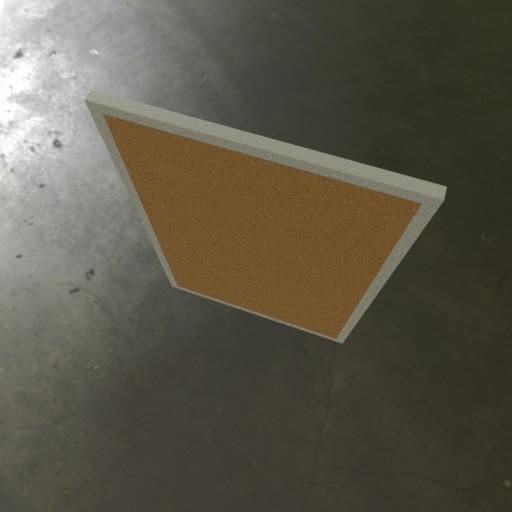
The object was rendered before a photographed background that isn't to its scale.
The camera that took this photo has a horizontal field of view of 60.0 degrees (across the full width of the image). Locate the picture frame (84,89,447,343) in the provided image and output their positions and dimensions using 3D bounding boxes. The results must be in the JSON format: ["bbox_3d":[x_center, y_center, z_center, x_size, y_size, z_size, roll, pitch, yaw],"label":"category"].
[{"bbox_3d":[0.000,0.000,0.554,0.305,0.434,0.013,17,66,8],"label":"picture frame"}]
